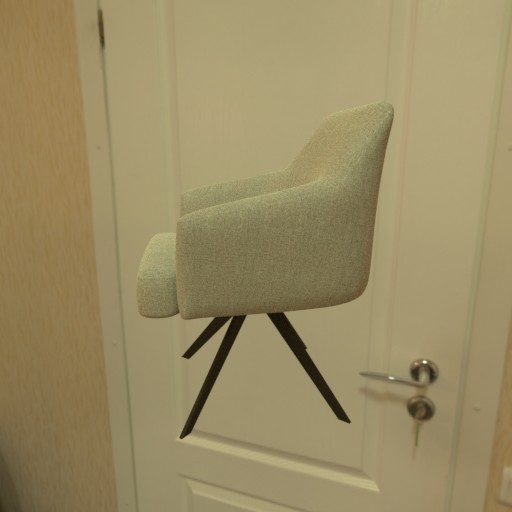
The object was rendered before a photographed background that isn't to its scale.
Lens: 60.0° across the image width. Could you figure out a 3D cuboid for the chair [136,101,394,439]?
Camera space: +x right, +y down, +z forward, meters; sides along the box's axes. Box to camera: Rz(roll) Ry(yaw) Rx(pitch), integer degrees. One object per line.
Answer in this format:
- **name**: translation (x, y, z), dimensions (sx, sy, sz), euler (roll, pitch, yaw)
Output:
- **chair**: translation (0.000, 0.000, 1.356), dimensions (0.677, 0.874, 0.642), euler (-2, 14, -8)
